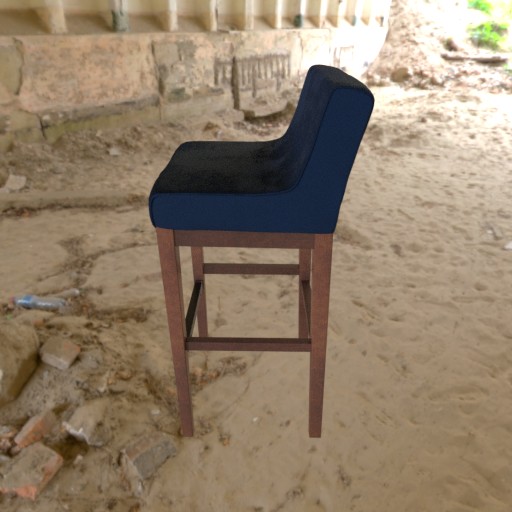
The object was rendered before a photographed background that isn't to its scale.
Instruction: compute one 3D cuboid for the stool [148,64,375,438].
[{"bbox_3d":[0.000,0.000,1.339,0.500,1.037,0.511,0,28,1],"label":"stool"}]
